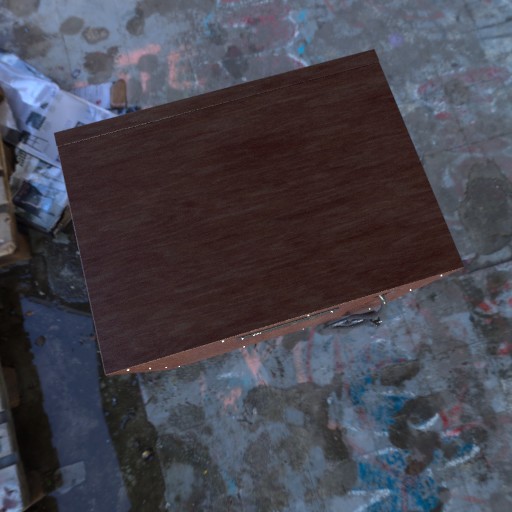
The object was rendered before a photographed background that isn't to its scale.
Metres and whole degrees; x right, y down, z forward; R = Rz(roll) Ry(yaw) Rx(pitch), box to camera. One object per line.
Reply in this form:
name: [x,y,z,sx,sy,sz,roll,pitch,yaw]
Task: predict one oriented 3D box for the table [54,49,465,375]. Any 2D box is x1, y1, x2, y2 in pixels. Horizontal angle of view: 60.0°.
table: [0.000,0.000,0.990,0.557,0.609,0.449,-16,77,-4]
